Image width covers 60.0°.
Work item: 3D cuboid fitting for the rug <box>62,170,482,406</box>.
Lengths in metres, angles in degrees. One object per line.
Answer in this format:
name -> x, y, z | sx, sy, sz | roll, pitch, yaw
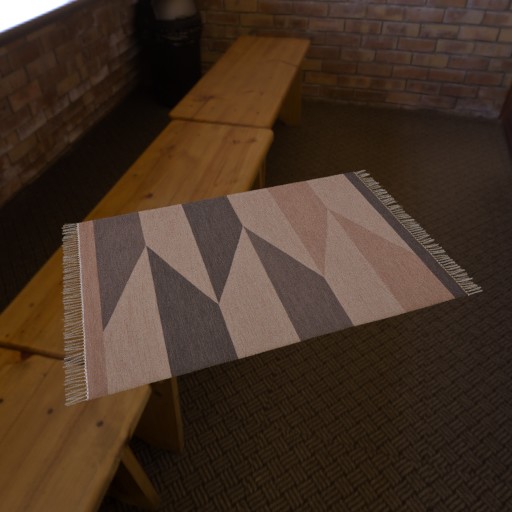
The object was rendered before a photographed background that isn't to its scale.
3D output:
rug -> 0.000, 0.000, 2.421 | 2.021, 0.027, 1.224 | -12, 43, -14
